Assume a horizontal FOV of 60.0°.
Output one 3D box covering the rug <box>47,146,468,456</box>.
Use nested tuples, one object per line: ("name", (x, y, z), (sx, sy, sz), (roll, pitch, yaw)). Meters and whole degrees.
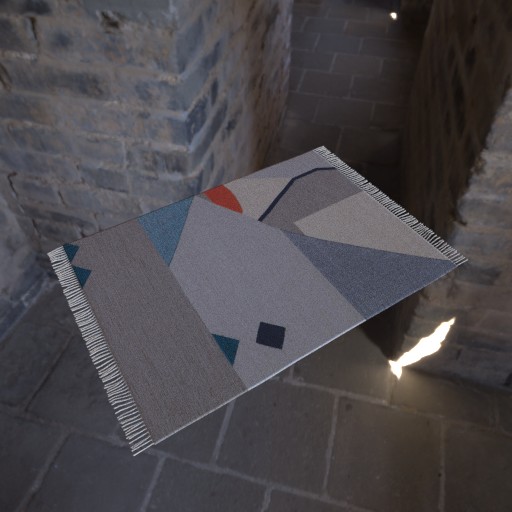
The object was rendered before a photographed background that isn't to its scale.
("rug", (0.000, 0.000, 2.299), (1.828, 0.005, 1.220), (-25, 52, -21))
